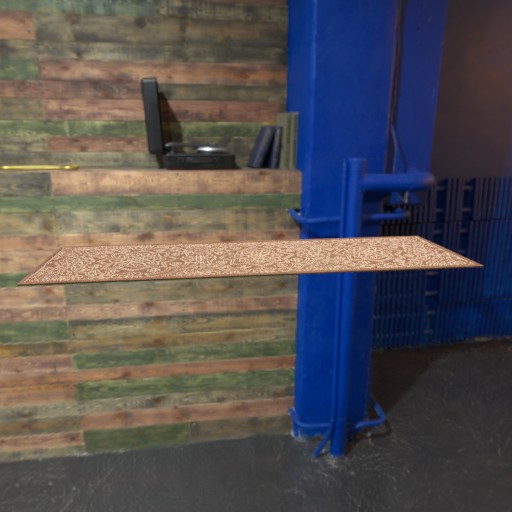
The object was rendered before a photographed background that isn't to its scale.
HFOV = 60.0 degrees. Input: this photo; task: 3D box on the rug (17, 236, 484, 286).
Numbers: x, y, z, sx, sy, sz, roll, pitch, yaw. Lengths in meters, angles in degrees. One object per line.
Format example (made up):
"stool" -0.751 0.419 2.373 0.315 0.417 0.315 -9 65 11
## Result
"rug" 0.000 0.000 2.662 2.448 0.012 0.769 -2 15 -7
